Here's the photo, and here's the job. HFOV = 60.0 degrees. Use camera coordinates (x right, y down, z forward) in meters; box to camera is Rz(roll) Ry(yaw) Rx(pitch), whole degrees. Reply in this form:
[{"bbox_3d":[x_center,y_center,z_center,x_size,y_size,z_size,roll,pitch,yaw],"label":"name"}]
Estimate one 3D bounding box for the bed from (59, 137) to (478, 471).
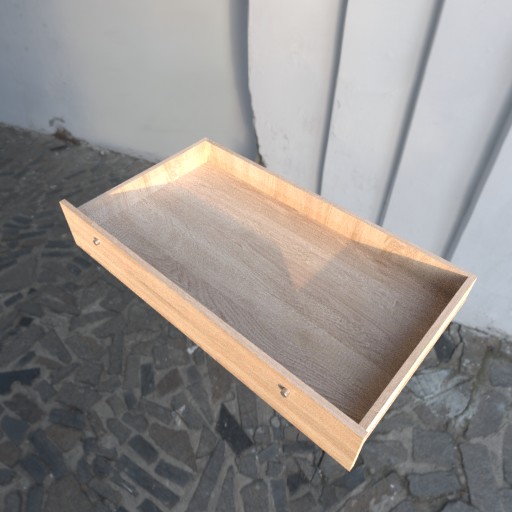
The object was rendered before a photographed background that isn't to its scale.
[{"bbox_3d":[0.000,0.000,1.469,1.200,0.209,0.685,33,54,28],"label":"bed"}]
